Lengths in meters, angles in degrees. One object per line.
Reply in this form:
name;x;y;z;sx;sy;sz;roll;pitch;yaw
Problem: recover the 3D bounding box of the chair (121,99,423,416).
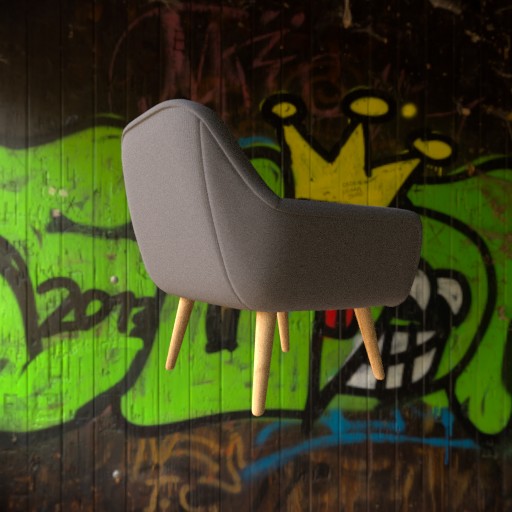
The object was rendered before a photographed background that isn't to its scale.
chair;0.000;0.000;1.441;0.779;0.800;0.770;0;1;-36
